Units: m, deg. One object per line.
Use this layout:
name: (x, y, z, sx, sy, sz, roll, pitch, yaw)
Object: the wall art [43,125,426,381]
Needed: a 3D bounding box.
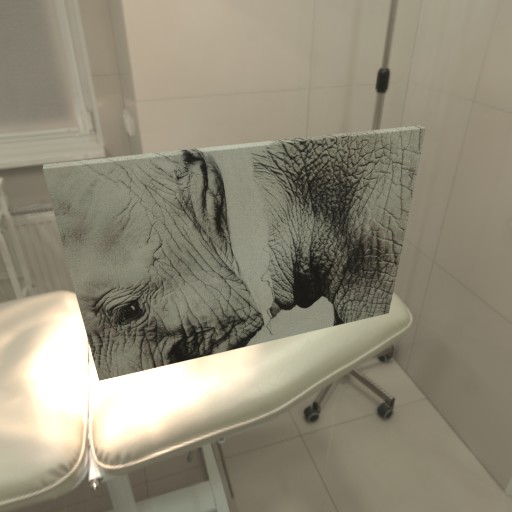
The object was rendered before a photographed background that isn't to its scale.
wall art: (0.000, 0.000, 1.479, 1.141, 0.758, 0.035, -10, 33, -16)
